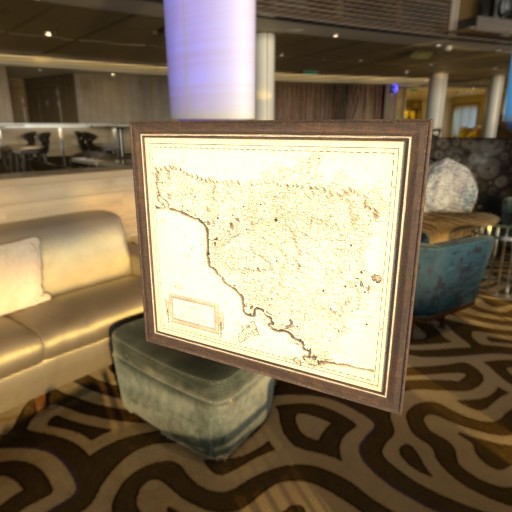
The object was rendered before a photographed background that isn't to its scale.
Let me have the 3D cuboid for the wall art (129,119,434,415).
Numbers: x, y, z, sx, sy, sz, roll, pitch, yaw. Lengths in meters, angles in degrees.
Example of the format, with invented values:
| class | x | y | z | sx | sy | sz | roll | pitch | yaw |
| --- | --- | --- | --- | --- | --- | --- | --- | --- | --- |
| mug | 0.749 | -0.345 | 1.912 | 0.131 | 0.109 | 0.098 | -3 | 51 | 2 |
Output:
| class | x | y | z | sx | sy | sz | roll | pitch | yaw |
| --- | --- | --- | --- | --- | --- | --- | --- | --- | --- |
| wall art | 0.000 | 0.000 | 1.494 | 1.033 | 0.875 | 0.023 | 9 | 18 | 27 |
